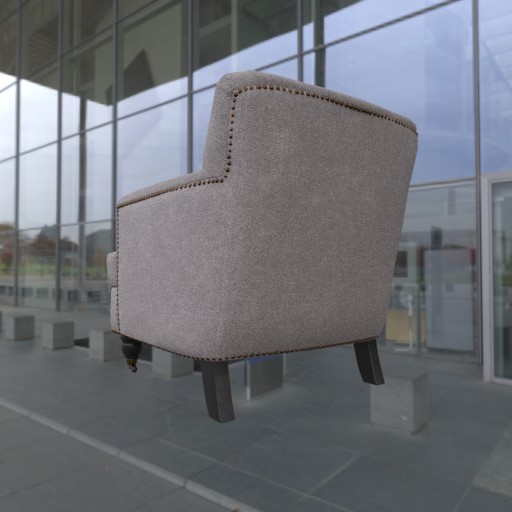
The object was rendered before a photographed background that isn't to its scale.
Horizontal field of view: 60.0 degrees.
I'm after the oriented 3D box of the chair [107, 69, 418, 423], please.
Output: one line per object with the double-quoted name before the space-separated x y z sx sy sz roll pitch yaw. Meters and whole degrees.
"chair" 0.000 0.000 1.480 0.737 0.823 0.902 1 -2 -36
